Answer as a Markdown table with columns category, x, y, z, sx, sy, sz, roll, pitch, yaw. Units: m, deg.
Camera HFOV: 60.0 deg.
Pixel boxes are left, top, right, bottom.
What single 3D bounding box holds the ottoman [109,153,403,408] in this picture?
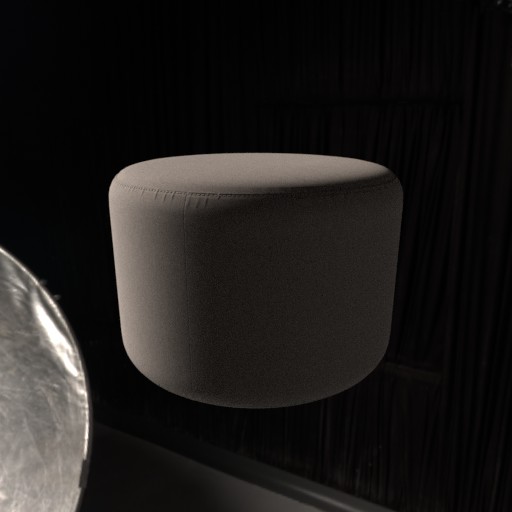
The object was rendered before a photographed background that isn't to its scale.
| category | x | y | z | sx | sy | sz | roll | pitch | yaw |
| --- | --- | --- | --- | --- | --- | --- | --- | --- | --- |
| ottoman | 0.000 | 0.000 | 1.002 | 0.608 | 0.433 | 0.608 | 0 | 17 | 0 |
